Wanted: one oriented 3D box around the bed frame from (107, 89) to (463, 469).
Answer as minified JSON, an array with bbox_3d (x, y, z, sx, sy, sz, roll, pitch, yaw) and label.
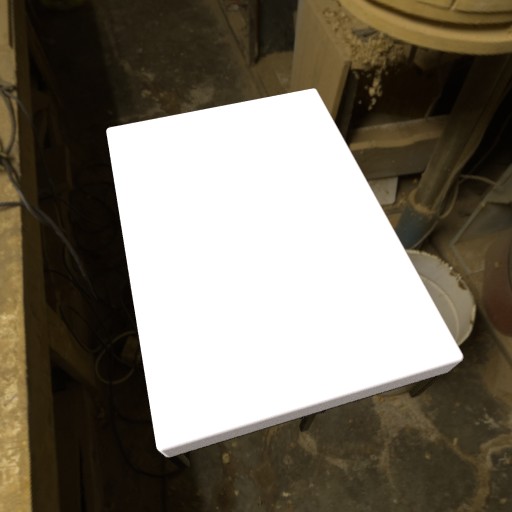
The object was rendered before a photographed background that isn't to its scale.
[{"bbox_3d":[0.000,0.000,2.658,1.408,0.659,1.956,-14,59,-8],"label":"bed frame"}]
